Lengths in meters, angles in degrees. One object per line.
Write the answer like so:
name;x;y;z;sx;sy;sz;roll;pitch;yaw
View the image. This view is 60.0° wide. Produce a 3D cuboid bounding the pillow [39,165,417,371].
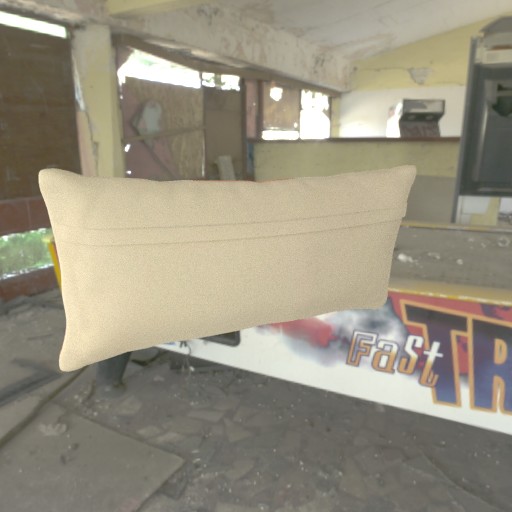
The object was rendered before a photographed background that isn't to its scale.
pillow;0.000;0.000;0.717;0.609;0.292;0.155;-7;15;-25
